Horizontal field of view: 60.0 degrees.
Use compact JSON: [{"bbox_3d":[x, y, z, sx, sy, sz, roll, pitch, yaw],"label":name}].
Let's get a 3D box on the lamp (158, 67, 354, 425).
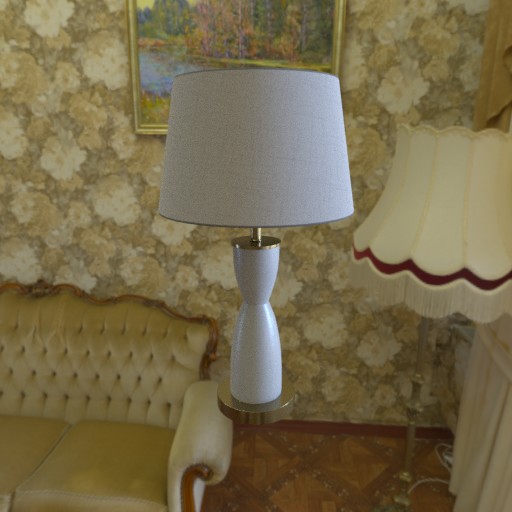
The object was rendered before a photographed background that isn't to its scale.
[{"bbox_3d":[0.000,0.000,0.734,0.309,0.545,0.309,0,15,0],"label":"lamp"}]
